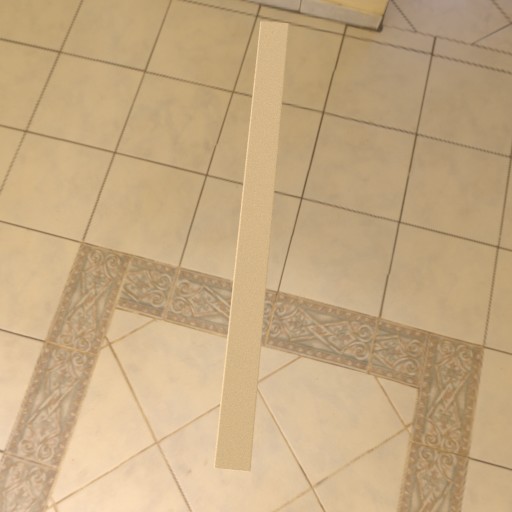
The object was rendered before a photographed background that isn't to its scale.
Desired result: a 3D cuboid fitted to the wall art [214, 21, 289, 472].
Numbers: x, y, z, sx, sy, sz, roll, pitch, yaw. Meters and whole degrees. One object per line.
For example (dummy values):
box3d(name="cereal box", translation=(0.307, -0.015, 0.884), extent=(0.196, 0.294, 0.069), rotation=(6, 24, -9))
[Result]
box3d(name="wall art", translation=(0.000, 0.000, 0.779), extent=(0.042, 0.414, 0.608), rotation=(5, 76, 1))
